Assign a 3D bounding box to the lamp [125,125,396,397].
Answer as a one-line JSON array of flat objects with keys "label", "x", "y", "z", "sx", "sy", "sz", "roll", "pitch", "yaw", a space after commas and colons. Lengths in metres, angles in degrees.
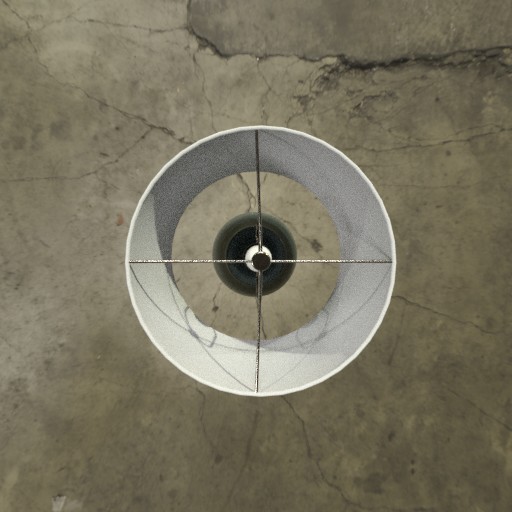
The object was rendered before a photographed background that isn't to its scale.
[{"label": "lamp", "x": 0.000, "y": 0.000, "z": 0.579, "sx": 0.217, "sy": 0.453, "sz": 0.217, "roll": 0, "pitch": 91, "yaw": -1}]
